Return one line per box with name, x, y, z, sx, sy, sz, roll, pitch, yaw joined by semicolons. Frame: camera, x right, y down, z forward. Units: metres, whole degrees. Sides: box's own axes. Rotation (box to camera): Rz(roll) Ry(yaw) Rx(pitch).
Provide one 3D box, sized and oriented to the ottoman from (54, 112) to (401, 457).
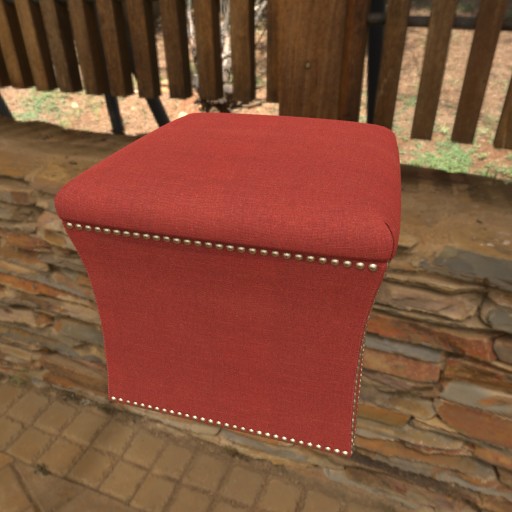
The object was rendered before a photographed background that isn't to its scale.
ottoman;0.000;0.000;0.881;0.497;0.475;0.507;8;31;13
